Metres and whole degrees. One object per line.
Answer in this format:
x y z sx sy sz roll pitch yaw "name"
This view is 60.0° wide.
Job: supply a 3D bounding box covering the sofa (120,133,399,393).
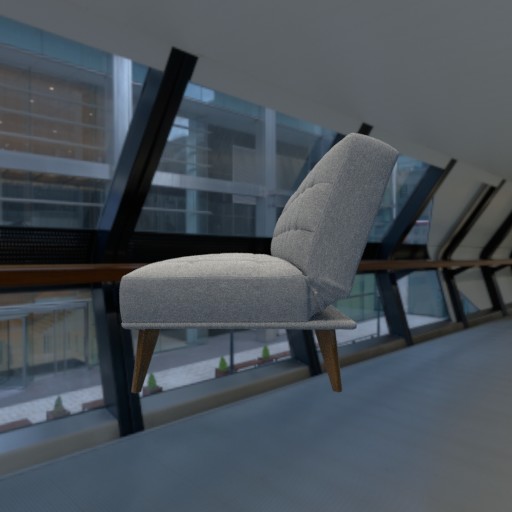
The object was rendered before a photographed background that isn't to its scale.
0.000 0.000 2.237 0.860 0.810 1.800 0 1 -1 "sofa"
